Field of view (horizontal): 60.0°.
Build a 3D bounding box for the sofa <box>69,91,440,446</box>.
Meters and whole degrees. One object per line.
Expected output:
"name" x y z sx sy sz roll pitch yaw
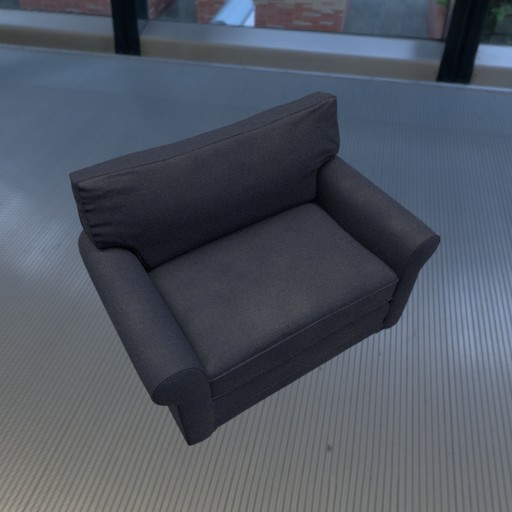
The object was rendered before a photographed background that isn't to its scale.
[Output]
"sofa" 0.000 0.000 2.075 1.405 1.004 0.938 -25 52 -21
